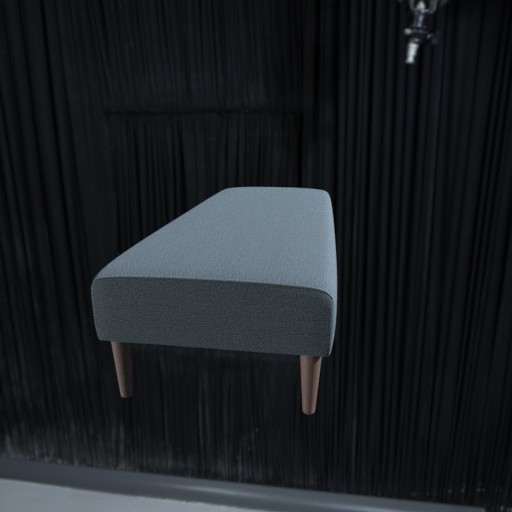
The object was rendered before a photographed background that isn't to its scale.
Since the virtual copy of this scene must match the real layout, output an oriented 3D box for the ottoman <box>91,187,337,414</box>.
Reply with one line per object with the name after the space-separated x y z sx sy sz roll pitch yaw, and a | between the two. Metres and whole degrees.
0.000 0.000 1.873 0.646 0.393 1.609 2 17 8 | ottoman
